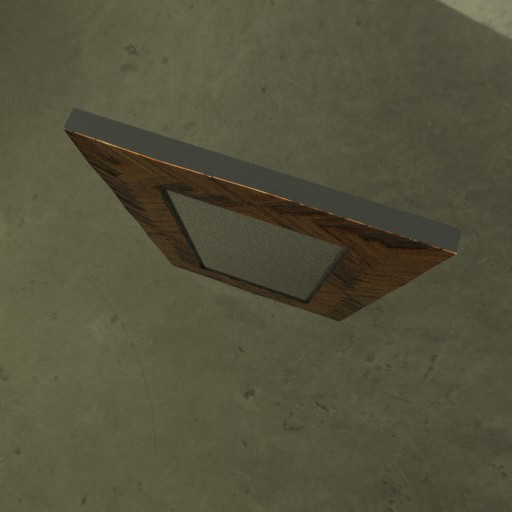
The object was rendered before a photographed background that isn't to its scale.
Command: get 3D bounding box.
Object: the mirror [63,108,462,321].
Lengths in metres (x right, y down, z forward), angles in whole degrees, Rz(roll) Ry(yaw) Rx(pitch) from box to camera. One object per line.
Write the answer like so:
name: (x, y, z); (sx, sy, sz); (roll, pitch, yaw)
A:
mirror: (0.000, 0.000, 1.092); (0.606, 0.912, 0.044); (18, 76, 5)
